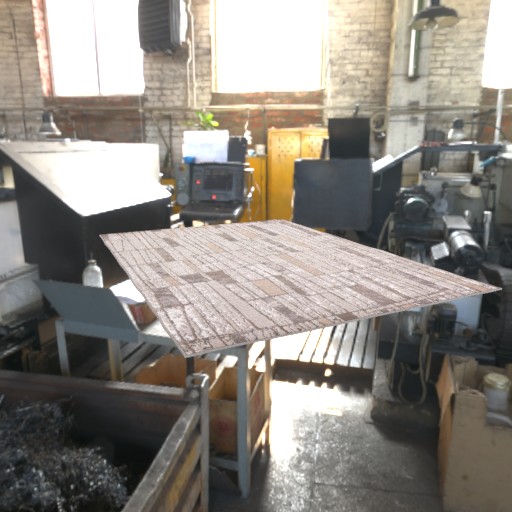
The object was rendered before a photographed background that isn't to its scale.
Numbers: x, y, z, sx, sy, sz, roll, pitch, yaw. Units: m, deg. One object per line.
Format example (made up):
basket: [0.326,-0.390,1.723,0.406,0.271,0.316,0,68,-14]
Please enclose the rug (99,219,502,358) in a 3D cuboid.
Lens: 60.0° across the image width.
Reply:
rug: [0.000,0.000,4.231,2.449,0.019,3.357,-7,16,-25]
